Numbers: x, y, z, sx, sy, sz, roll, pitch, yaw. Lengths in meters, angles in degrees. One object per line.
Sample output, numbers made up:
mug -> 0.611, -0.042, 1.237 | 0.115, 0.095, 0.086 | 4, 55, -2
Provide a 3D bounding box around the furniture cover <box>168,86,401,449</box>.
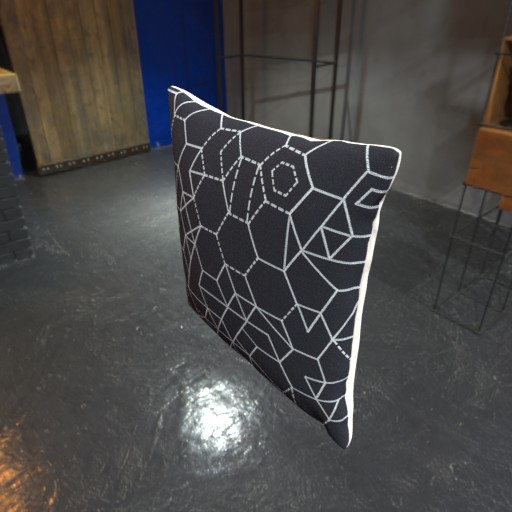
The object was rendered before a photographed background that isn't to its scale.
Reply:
furniture cover -> 0.000, 0.000, 0.788 | 0.158, 0.508, 0.517 | -22, 36, -32
